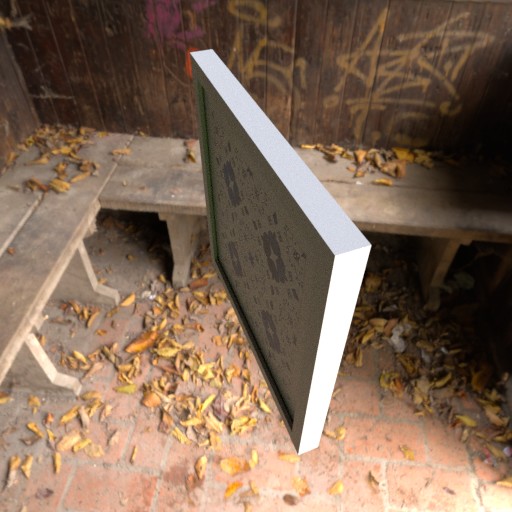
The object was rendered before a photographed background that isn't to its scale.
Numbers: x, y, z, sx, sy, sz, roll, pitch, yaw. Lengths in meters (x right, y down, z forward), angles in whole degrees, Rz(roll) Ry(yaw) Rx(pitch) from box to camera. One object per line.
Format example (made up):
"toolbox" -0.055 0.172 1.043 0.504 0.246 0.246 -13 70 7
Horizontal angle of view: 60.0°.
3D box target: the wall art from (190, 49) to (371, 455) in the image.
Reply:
"wall art" 0.000 0.000 0.536 0.027 0.355 0.355 -16 48 -15
